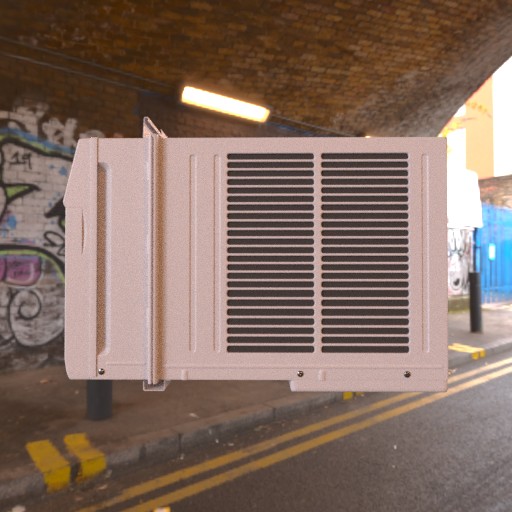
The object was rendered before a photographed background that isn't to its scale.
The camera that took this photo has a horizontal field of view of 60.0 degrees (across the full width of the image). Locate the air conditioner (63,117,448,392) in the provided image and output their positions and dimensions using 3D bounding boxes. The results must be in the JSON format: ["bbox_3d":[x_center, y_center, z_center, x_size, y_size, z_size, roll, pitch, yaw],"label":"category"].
[{"bbox_3d":[0.000,0.000,0.862,0.546,0.388,0.503,0,-1,1],"label":"air conditioner"}]
